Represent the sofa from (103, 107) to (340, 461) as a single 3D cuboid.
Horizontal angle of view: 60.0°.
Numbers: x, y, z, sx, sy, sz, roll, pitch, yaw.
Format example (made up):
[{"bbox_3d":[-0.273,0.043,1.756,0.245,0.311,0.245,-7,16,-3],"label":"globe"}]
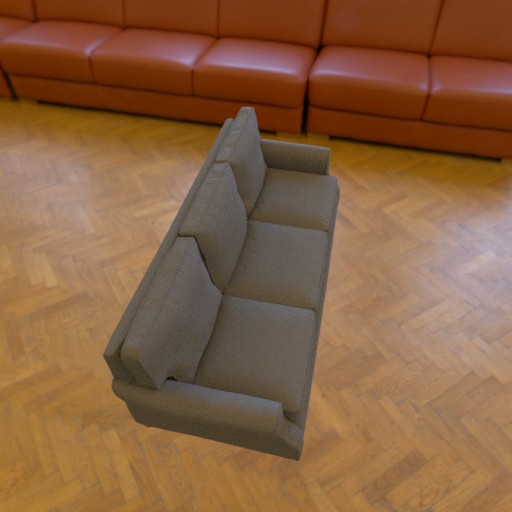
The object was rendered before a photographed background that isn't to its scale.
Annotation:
[{"bbox_3d":[0.000,0.000,2.891,0.966,0.948,2.353,9,47,9],"label":"sofa"}]
